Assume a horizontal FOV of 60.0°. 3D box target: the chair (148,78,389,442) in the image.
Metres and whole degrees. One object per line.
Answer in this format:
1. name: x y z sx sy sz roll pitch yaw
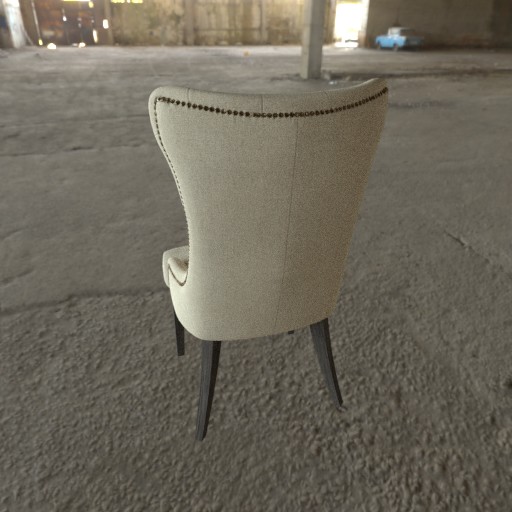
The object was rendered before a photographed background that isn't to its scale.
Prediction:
1. chair: 0.000 0.000 1.394 0.584 1.065 0.590 -8 29 -15
